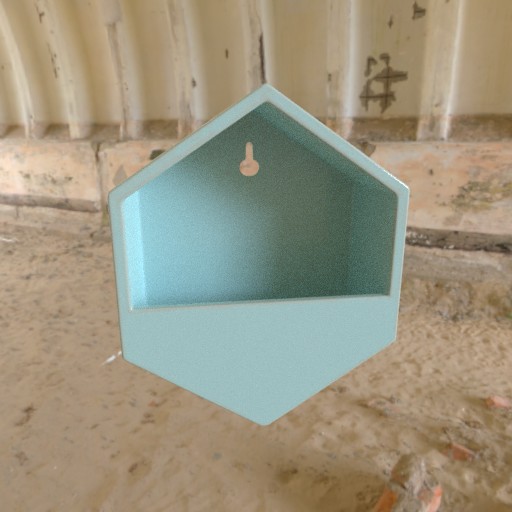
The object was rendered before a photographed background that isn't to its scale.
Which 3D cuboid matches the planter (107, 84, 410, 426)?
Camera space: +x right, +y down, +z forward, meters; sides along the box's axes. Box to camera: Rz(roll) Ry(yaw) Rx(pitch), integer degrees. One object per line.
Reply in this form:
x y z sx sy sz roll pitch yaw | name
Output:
0.000 0.000 0.293 0.169 0.207 0.078 -2 16 -8 | planter
